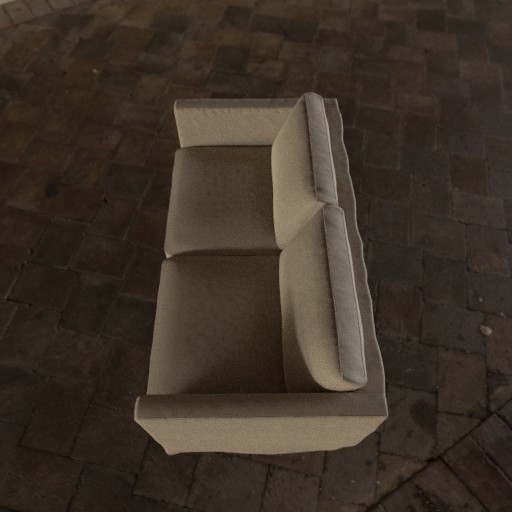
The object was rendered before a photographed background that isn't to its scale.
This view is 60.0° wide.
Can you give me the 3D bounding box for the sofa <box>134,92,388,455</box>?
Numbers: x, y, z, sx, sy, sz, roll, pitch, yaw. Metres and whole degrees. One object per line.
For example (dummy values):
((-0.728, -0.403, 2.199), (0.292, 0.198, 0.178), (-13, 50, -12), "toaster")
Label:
((0.000, 0.000, 2.276), (0.956, 0.828, 1.766), (-1, 58, 0), "sofa")
